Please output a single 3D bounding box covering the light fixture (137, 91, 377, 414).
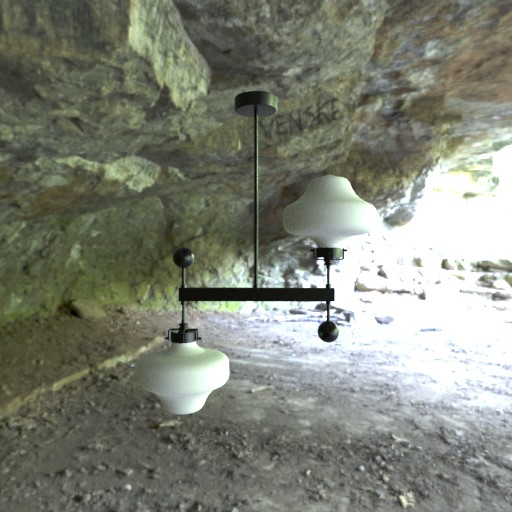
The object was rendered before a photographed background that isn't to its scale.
[{"bbox_3d":[0.000,0.000,1.046,0.489,0.743,0.422,0,0,-35],"label":"light fixture"}]
